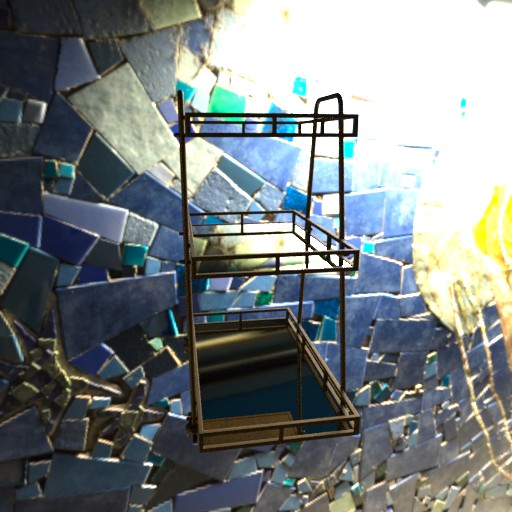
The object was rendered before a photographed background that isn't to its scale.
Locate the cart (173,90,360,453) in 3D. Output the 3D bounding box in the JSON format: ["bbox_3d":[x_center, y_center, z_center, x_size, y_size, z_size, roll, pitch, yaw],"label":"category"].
[{"bbox_3d":[0.000,0.000,1.280,0.441,0.883,0.711,-3,15,-9],"label":"cart"}]
